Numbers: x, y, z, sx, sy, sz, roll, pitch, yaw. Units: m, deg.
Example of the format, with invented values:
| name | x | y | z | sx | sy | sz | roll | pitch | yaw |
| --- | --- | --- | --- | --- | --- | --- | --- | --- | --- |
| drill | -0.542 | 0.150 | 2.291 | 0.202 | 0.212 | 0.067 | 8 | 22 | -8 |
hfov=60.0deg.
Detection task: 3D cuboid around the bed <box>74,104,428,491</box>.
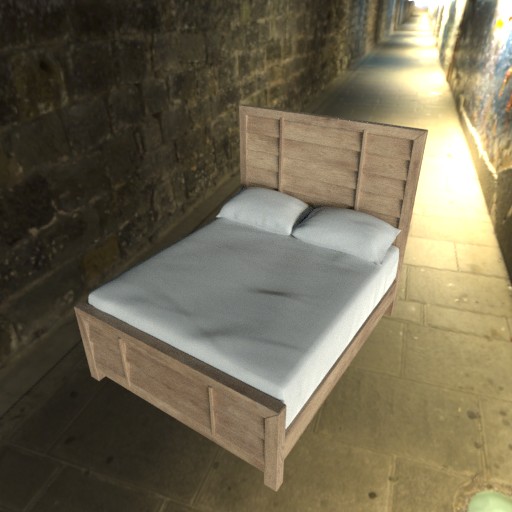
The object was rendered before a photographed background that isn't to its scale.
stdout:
| name | x | y | z | sx | sy | sz | roll | pitch | yaw |
| --- | --- | --- | --- | --- | --- | --- | --- | --- | --- |
| bed | 0.000 | 0.000 | 3.228 | 1.615 | 1.631 | 2.017 | 18 | 35 | 29 |
